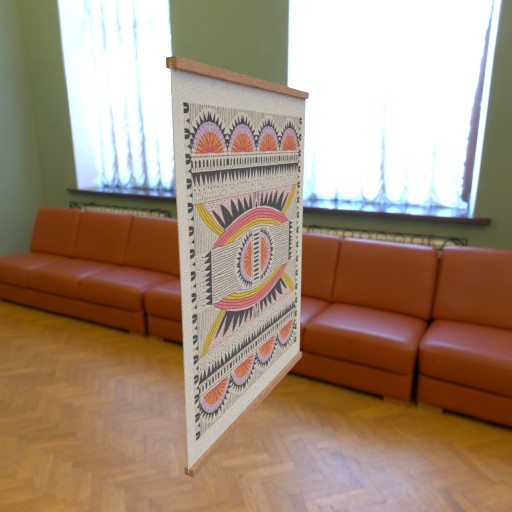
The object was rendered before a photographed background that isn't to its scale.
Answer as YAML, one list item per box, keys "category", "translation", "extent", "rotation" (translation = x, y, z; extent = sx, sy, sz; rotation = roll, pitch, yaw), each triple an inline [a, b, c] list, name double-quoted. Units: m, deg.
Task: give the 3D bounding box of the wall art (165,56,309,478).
- category: "wall art"
  translation: [0.000, 0.000, 1.361]
  extent: [0.028, 1.016, 0.765]
  rotation: [7, 16, 27]
